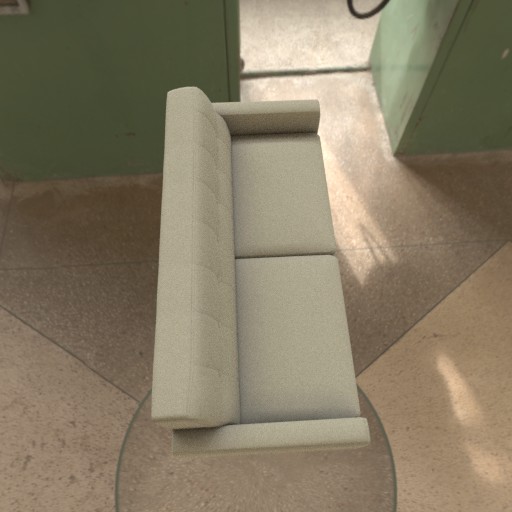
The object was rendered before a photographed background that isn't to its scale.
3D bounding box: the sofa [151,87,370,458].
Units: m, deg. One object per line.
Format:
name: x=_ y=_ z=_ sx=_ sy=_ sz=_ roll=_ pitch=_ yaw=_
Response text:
sofa: x=0.000 y=0.000 z=2.625 sx=0.980 sy=0.892 sz=2.137 roll=-3 pitch=64 yaw=-1
